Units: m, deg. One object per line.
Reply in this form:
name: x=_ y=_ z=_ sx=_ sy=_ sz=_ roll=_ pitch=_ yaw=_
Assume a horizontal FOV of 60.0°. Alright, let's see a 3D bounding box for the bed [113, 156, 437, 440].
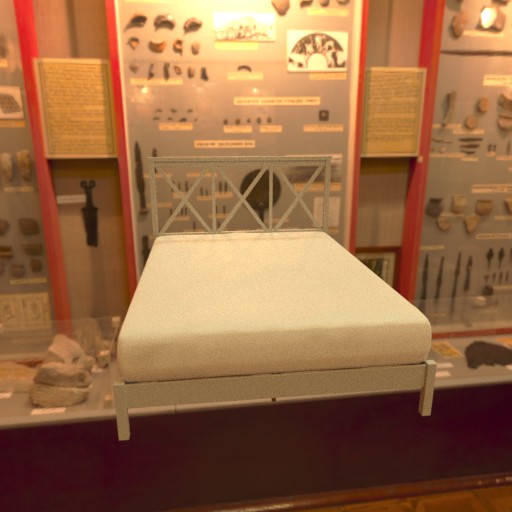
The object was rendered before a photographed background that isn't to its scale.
bed: x=0.000 y=0.000 z=3.151 sx=1.673 sy=1.253 sz=2.135 roll=-2 pitch=16 yaw=-7
